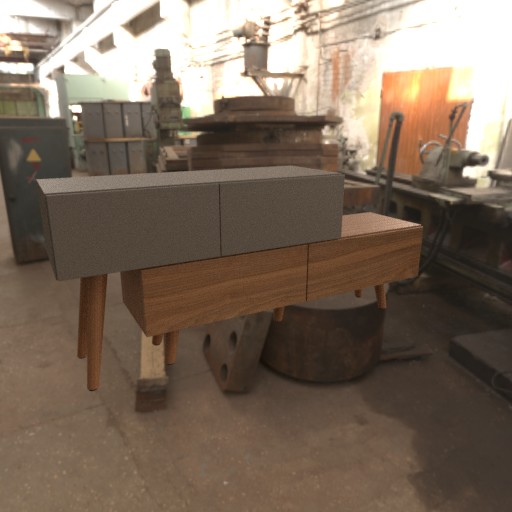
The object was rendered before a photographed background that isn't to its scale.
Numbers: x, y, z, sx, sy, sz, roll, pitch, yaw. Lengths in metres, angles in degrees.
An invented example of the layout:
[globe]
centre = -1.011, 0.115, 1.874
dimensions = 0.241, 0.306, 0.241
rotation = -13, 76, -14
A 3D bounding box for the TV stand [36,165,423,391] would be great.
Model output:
[TV stand]
centre = 0.000, 0.000, 1.595
dimensions = 1.336, 0.591, 0.329
rotation = -9, 19, -27
